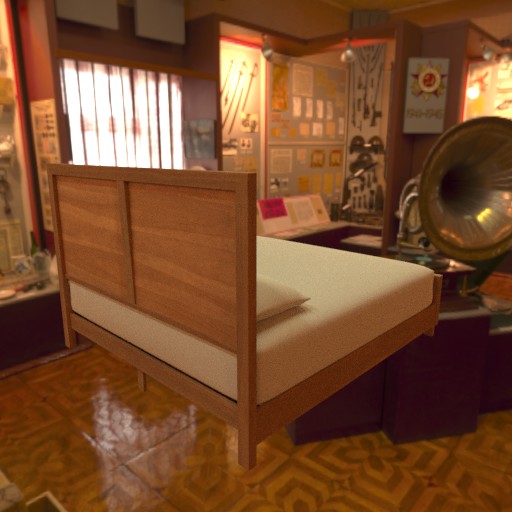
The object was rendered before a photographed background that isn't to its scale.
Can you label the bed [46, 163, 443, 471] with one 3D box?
[{"bbox_3d":[0.000,0.000,3.376,2.003,1.387,2.184,13,18,42],"label":"bed"}]
